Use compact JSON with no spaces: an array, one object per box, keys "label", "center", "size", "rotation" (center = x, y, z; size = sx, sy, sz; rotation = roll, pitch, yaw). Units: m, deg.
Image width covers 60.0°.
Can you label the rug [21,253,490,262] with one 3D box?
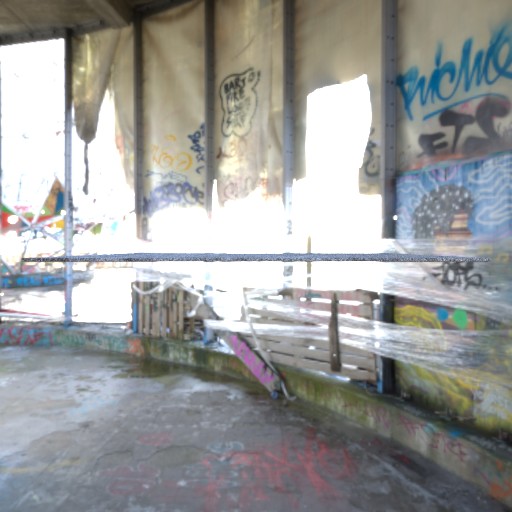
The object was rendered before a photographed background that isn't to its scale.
[{"label":"rug","center":[0.000,0.000,4.022],"size":[3.000,0.025,2.401],"rotation":[0,1,0]}]
